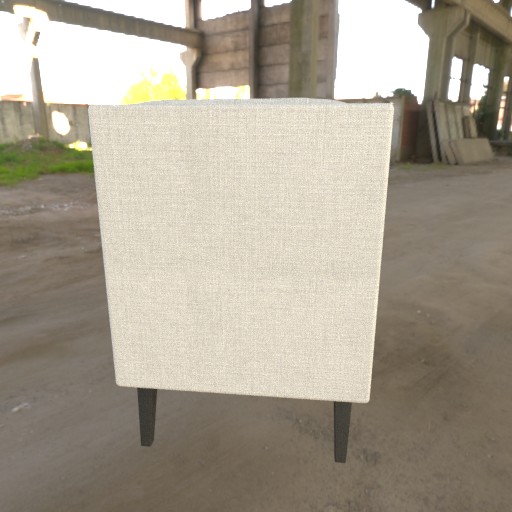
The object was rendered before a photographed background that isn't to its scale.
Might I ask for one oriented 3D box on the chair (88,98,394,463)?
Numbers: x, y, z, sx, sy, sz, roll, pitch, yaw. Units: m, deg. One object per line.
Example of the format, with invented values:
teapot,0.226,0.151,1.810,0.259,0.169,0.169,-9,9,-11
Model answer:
chair,0.000,0.000,1.380,0.658,0.891,0.772,2,17,6
